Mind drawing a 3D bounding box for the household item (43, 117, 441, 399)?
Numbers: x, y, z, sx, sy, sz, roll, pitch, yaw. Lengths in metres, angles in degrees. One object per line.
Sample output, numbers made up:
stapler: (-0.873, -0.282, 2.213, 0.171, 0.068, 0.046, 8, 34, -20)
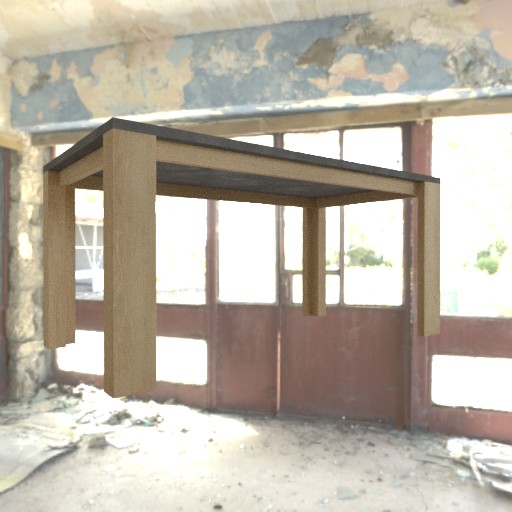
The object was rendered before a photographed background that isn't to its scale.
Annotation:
household item: (0.000, 0.000, 2.007, 1.600, 0.755, 0.850, 0, 1, -37)
